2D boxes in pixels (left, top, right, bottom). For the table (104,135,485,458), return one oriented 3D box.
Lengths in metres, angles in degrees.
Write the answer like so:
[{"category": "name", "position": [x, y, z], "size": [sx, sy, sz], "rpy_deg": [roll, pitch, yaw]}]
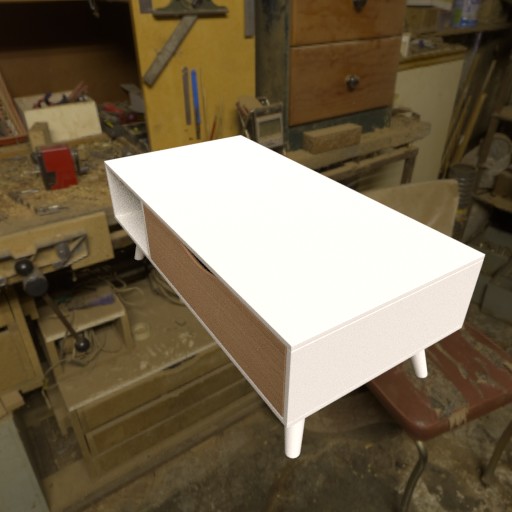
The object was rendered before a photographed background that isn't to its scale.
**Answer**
[{"category": "table", "position": [0.000, 0.000, 1.519], "size": [0.609, 0.432, 1.194], "rpy_deg": [-19, 37, -27]}]
